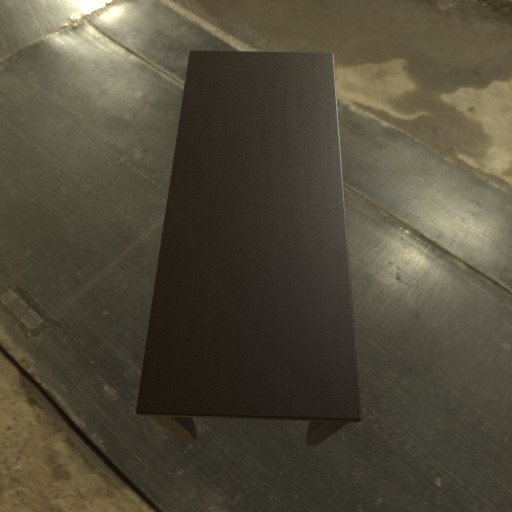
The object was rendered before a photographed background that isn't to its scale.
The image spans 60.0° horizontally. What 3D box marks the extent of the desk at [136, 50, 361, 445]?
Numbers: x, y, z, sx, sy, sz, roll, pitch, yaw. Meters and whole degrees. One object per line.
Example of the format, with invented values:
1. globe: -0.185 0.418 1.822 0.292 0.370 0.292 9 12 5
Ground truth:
1. desk: 0.000 0.000 1.617 0.508 0.775 1.220 1 62 1
